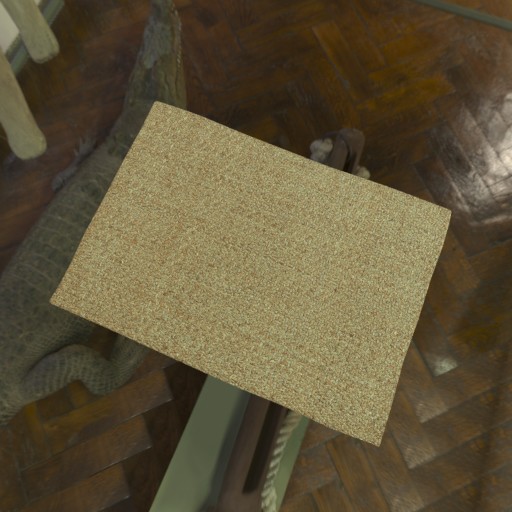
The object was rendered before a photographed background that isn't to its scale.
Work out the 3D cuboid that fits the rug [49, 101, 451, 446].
[{"bbox_3d":[0.000,0.000,2.789,2.141,0.013,1.566,21,76,6],"label":"rug"}]
